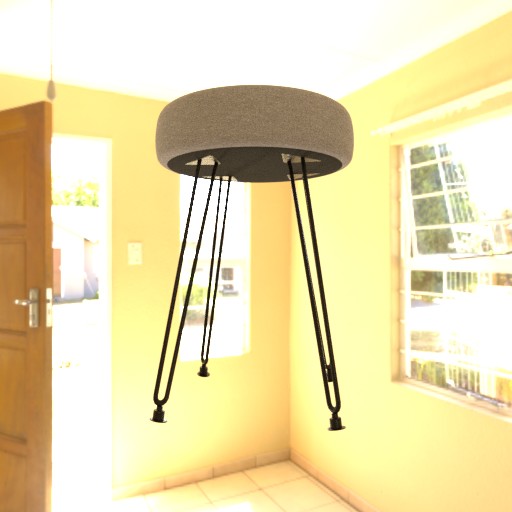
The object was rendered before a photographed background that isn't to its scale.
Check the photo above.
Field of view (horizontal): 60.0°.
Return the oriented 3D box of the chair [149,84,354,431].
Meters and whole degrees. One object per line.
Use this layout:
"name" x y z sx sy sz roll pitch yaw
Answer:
"chair" 0.000 0.000 0.686 0.350 0.440 0.350 0 0 -37
